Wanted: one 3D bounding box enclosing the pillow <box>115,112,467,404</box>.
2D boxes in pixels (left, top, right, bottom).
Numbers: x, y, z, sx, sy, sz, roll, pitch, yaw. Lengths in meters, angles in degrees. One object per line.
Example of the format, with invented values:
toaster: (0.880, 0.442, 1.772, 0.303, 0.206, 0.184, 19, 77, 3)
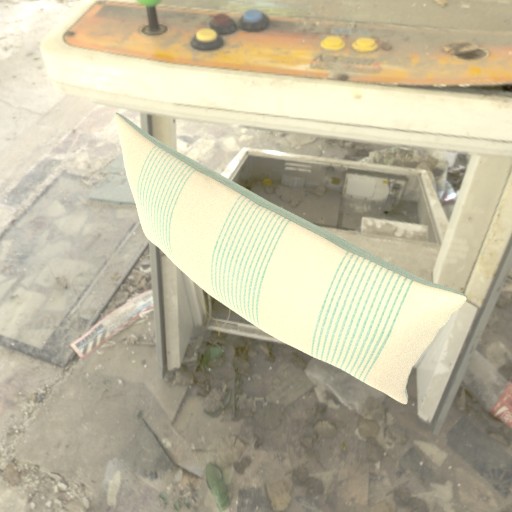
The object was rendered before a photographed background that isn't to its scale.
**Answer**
pillow: (0.000, 0.000, 0.722, 0.610, 0.287, 0.151, 31, 56, 24)
